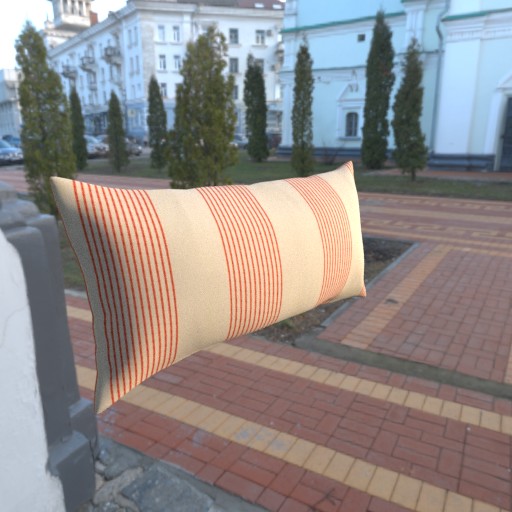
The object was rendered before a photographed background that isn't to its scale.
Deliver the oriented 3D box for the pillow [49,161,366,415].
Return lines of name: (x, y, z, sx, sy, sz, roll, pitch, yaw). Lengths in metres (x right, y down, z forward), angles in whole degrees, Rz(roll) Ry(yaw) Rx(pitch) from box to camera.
pillow: (0.000, 0.000, 0.736, 0.608, 0.292, 0.156, -14, 20, -42)
